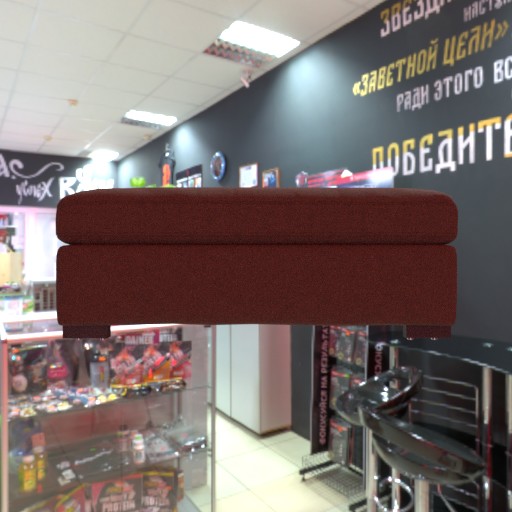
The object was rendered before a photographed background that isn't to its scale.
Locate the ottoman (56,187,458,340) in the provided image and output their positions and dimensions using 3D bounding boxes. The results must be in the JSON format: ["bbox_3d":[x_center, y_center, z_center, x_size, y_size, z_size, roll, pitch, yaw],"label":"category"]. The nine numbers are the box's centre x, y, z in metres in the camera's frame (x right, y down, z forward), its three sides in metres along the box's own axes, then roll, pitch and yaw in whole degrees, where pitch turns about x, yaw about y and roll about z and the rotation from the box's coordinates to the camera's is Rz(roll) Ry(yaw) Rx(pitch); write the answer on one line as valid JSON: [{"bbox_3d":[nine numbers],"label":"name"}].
[{"bbox_3d":[0.000,0.000,1.841,1.181,0.470,1.181,0,1,0],"label":"ottoman"}]
